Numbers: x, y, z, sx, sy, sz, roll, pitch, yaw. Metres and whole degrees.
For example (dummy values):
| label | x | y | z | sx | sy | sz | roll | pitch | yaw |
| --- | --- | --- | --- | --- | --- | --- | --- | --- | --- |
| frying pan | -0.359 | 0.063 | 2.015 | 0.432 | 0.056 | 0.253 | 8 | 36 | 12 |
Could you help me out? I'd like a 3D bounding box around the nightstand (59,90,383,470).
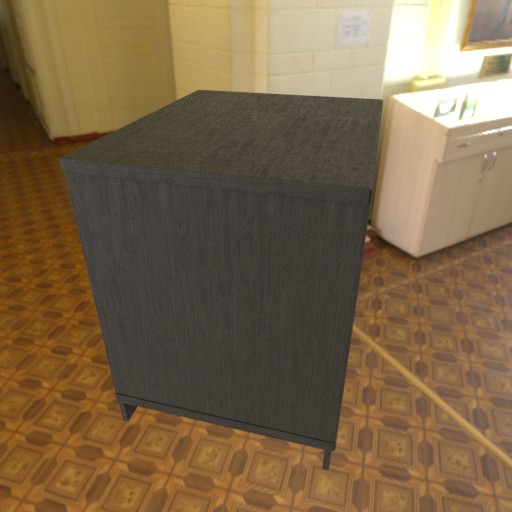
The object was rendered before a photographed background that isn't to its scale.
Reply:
| label | x | y | z | sx | sy | sz | roll | pitch | yaw |
| --- | --- | --- | --- | --- | --- | --- | --- | --- | --- |
| nightstand | 0.000 | 0.000 | 0.753 | 0.347 | 0.448 | 0.427 | 8 | 32 | 13 |
